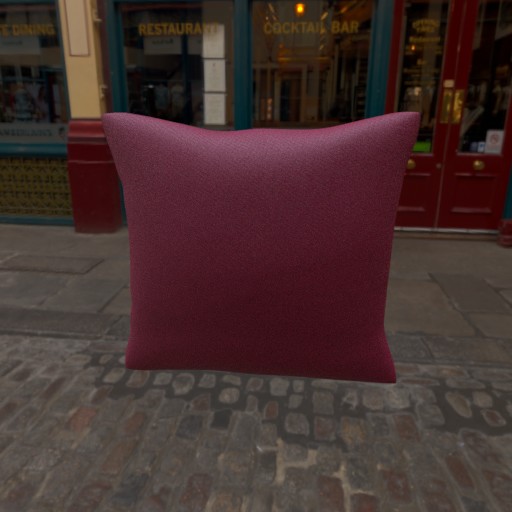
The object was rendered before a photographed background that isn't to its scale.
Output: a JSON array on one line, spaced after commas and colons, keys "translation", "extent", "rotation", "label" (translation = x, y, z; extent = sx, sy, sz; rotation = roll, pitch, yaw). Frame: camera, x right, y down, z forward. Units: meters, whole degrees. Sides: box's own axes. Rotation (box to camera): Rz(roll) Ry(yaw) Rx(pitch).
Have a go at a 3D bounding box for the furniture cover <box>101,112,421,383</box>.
[{"translation": [0.000, 0.000, 0.824], "extent": [0.552, 0.509, 0.193], "rotation": [2, 16, 6], "label": "furniture cover"}]
